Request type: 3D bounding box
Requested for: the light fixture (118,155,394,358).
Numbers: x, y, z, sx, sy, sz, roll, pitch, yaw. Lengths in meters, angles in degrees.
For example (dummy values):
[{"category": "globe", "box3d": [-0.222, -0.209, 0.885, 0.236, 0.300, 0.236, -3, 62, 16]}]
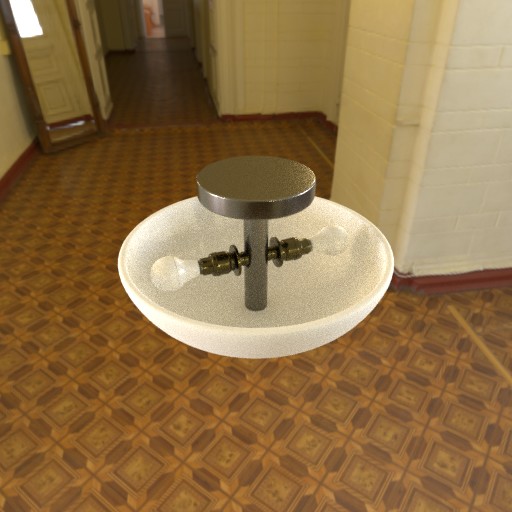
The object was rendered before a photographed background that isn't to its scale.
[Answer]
[{"category": "light fixture", "box3d": [0.000, 0.000, 0.556, 0.330, 0.214, 0.330, 0, 32, 0]}]
